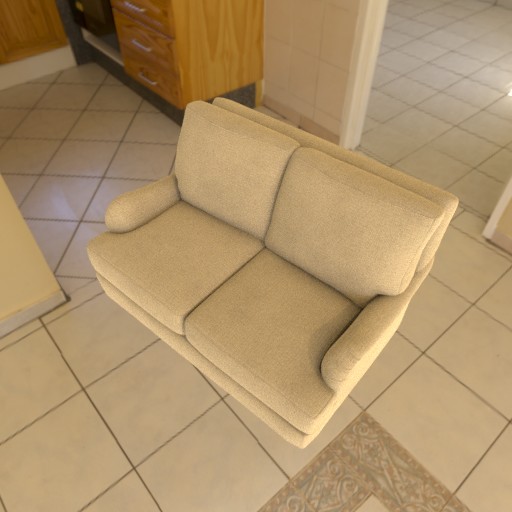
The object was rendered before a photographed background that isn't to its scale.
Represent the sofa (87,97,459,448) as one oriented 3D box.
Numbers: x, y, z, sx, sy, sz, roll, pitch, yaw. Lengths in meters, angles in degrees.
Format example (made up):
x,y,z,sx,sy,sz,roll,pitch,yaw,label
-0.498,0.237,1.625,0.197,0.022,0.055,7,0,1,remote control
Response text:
x,y,z,sx,sy,sz,roll,pitch,yaw,label
0.000,0.000,2.245,1.480,0.999,1.087,31,54,26,sofa
